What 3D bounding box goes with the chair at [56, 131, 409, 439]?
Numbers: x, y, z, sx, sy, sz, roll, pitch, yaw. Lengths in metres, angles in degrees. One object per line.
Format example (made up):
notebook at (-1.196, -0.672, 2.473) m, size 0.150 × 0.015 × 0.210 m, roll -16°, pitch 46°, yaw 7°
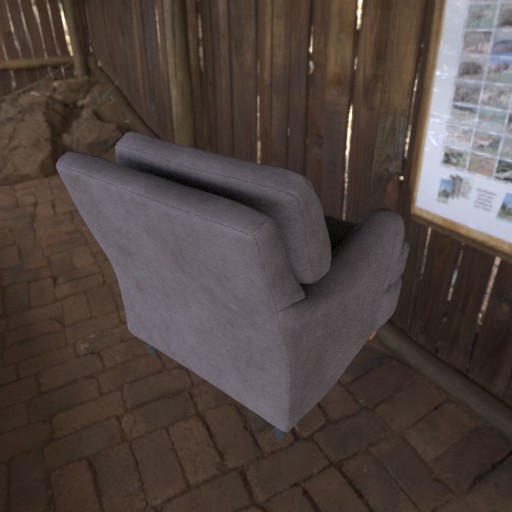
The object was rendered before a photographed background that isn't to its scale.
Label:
chair at (0.000, 0.000, 1.804) m, size 0.955 × 0.997 × 1.070 m, roll 22°, pitch 36°, yaw 33°
